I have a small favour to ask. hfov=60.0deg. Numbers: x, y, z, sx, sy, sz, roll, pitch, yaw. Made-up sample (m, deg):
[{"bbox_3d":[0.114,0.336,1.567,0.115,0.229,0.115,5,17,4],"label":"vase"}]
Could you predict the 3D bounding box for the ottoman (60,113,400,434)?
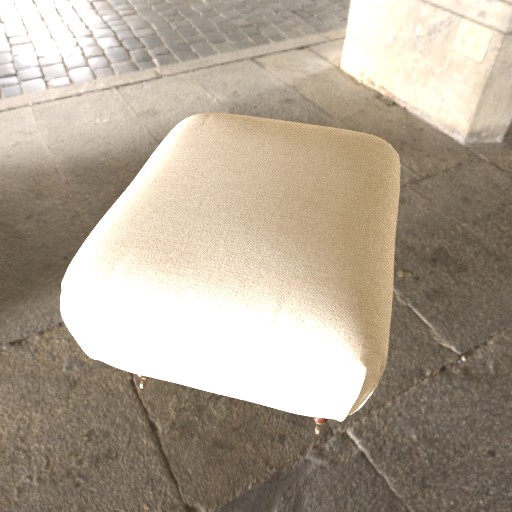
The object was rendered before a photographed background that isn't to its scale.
[{"bbox_3d":[0.000,0.000,1.098,0.622,0.450,0.747,11,47,10],"label":"ottoman"}]
